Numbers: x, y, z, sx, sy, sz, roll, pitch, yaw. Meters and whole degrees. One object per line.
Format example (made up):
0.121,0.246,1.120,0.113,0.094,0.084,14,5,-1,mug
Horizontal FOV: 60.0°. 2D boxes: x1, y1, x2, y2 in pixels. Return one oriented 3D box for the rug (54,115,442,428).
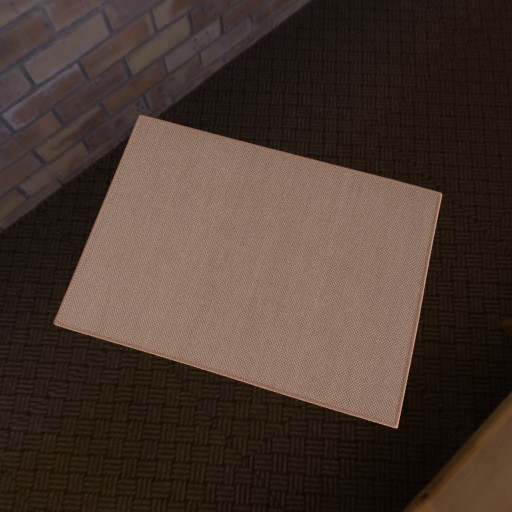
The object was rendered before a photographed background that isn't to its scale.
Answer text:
0.000,0.000,2.817,2.134,0.013,1.524,16,75,4,rug
